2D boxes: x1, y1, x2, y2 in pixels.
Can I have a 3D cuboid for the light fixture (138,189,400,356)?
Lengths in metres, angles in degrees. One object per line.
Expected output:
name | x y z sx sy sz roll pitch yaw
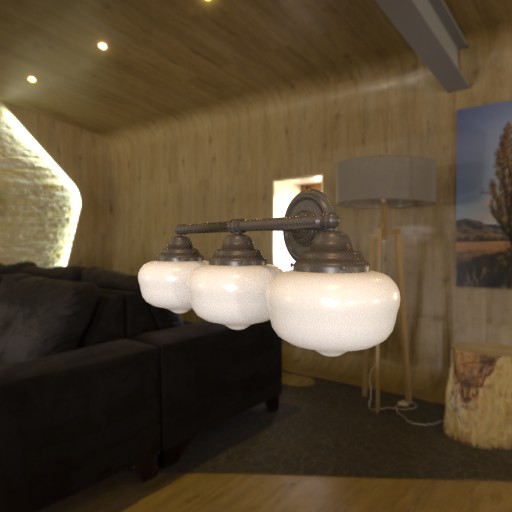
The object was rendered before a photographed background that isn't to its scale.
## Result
light fixture | 0.000 0.000 0.745 0.239 0.242 0.587 -1 2 -36
